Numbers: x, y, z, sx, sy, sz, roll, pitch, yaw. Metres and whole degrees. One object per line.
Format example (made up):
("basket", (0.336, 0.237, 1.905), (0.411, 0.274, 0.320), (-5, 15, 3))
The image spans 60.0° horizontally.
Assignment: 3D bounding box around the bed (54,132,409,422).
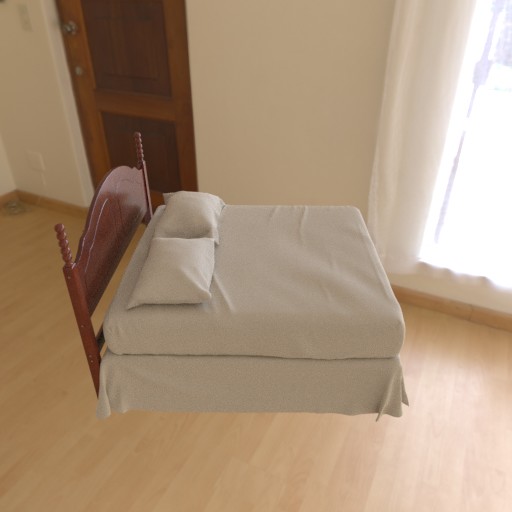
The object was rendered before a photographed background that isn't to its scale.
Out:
("bed", (0.000, 0.000, 3.265), (2.040, 1.356, 1.873), (1, 32, 1))
